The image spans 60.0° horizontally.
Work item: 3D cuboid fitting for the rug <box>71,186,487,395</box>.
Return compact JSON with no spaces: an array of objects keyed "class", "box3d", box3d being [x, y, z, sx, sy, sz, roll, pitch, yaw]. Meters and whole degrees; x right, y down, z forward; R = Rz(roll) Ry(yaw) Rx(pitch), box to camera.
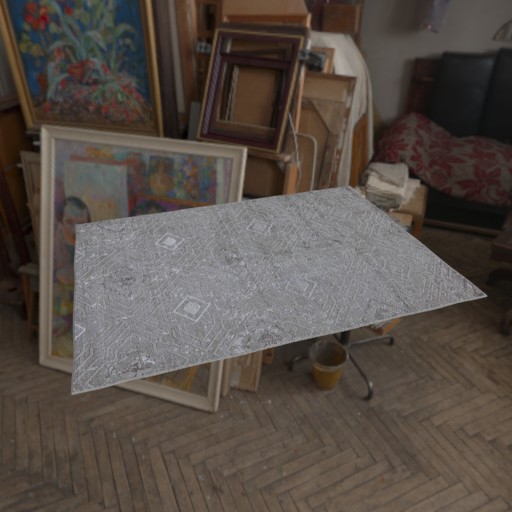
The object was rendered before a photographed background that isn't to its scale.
[{"class":"rug","box3d":[0.000,0.000,4.310,3.359,0.020,2.448,-10,34,-15]}]
